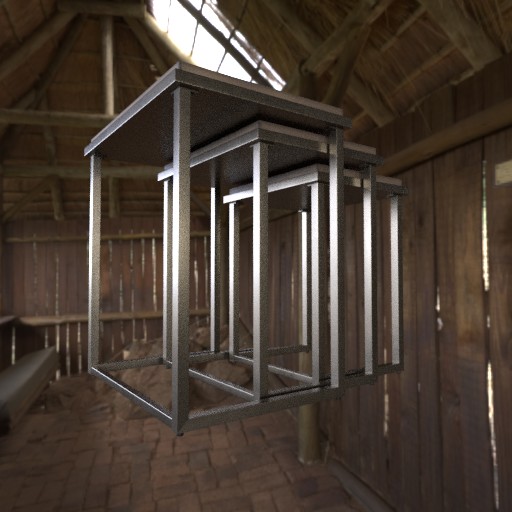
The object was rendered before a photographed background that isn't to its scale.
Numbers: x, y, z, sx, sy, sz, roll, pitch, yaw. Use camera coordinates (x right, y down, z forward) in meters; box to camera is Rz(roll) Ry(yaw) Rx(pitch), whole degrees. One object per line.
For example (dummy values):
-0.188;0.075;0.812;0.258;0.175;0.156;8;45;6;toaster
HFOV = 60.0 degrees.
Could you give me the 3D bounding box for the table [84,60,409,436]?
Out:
0.000;0.000;1.126;0.706;0.610;0.559;1;-3;-35;table
